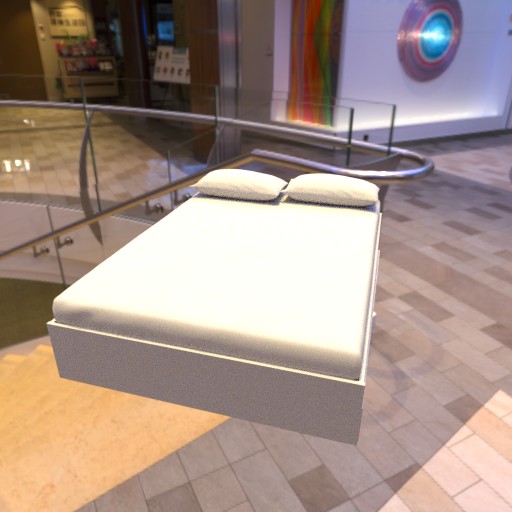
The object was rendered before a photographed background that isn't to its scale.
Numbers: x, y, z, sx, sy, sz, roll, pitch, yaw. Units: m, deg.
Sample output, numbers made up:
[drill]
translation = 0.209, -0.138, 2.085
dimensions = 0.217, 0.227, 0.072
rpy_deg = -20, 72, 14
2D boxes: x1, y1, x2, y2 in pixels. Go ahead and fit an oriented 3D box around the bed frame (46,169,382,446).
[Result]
[bed frame]
translation = 0.000, 0.000, 2.709
dimensions = 1.450, 0.629, 1.950
rpy_deg = 7, 27, 15
